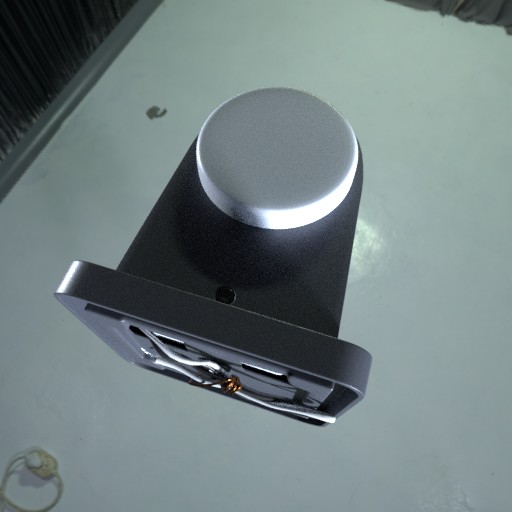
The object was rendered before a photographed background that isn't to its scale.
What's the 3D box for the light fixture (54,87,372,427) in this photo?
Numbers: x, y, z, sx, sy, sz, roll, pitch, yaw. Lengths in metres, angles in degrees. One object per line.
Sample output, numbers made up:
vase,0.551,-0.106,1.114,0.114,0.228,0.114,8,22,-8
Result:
light fixture,0.000,0.000,0.209,0.109,0.109,0.132,16,65,8
